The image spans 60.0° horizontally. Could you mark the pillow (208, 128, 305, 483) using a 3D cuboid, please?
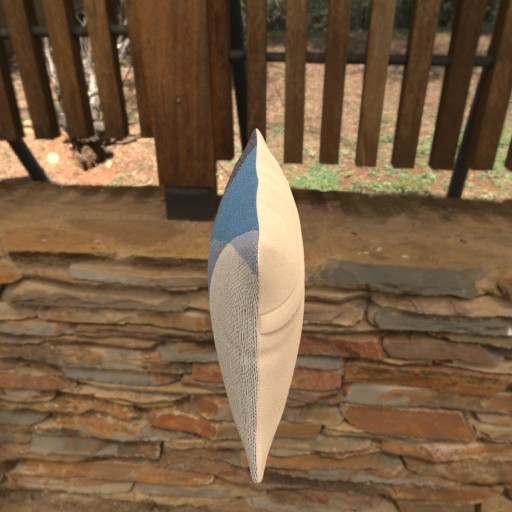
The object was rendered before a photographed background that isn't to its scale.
[{"bbox_3d":[0.000,0.000,0.722,0.148,0.307,0.604,0,27,0],"label":"pillow"}]
